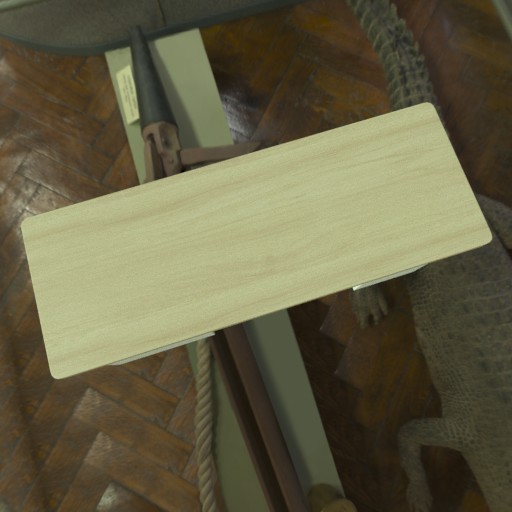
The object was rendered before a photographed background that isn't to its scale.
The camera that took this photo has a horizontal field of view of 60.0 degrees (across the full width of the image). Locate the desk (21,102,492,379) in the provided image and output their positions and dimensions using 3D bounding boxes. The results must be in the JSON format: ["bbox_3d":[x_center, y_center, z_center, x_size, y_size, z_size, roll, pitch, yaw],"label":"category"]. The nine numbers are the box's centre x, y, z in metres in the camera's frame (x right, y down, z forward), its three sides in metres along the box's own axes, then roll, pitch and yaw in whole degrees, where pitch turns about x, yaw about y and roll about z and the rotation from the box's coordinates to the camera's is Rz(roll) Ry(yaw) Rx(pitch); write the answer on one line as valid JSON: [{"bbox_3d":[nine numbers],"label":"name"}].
[{"bbox_3d":[0.000,0.000,1.854,1.500,0.755,0.550,-17,77,-4],"label":"desk"}]
